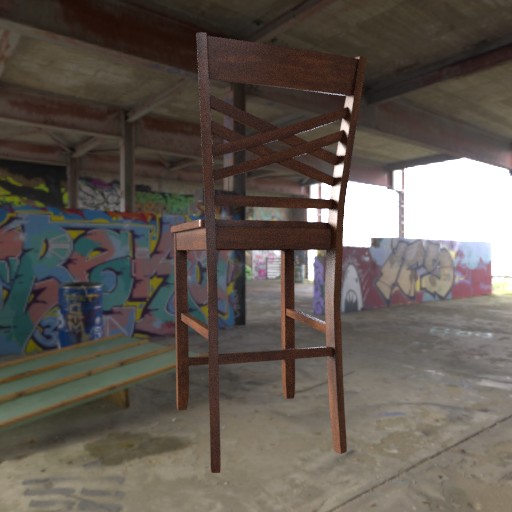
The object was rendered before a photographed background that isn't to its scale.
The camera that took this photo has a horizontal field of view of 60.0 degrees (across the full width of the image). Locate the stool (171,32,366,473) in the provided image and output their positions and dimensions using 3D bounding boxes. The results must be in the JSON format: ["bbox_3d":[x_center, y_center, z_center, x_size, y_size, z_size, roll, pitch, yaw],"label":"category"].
[{"bbox_3d":[0.000,0.000,1.371,0.462,1.079,0.539,0,0,-18],"label":"stool"}]
